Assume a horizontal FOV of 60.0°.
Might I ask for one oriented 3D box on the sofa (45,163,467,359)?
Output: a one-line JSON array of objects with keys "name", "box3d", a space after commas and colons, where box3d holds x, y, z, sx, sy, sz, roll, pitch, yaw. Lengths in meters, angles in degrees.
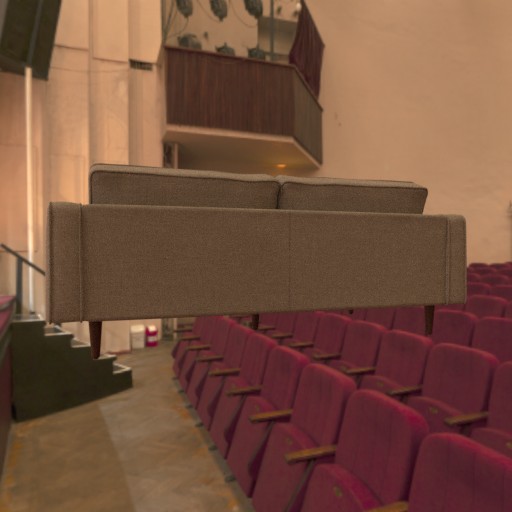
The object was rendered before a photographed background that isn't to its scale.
[{"name": "sofa", "box3d": [0.000, 0.000, 2.265, 1.879, 0.762, 0.914, 0, 1, -19]}]
